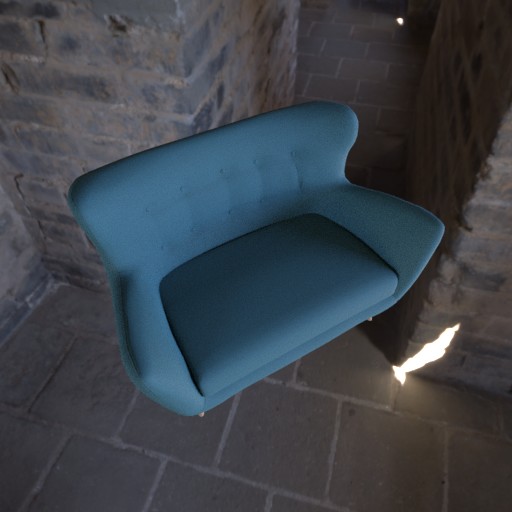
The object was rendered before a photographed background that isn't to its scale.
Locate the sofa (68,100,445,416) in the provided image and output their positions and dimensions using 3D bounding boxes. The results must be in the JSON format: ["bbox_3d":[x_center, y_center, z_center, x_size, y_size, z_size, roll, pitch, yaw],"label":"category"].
[{"bbox_3d":[0.000,0.000,1.992,1.397,0.889,0.889,-24,52,-21],"label":"sofa"}]
